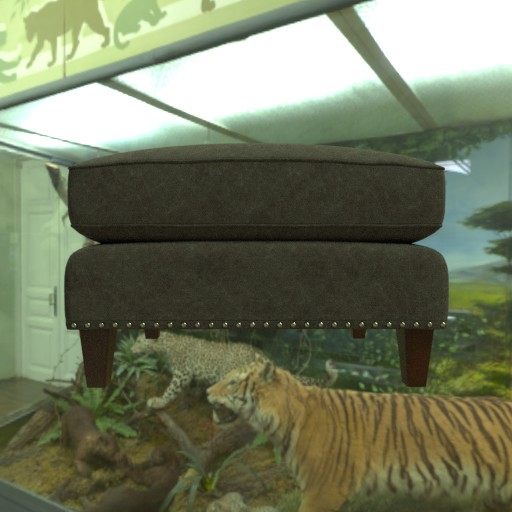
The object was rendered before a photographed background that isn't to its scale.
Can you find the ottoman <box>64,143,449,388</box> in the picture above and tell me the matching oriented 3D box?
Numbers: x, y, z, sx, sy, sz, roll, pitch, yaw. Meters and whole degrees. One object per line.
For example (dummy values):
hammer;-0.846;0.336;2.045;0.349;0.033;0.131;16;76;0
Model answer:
ottoman;0.000;0.000;1.129;0.741;0.513;0.584;0;1;0
